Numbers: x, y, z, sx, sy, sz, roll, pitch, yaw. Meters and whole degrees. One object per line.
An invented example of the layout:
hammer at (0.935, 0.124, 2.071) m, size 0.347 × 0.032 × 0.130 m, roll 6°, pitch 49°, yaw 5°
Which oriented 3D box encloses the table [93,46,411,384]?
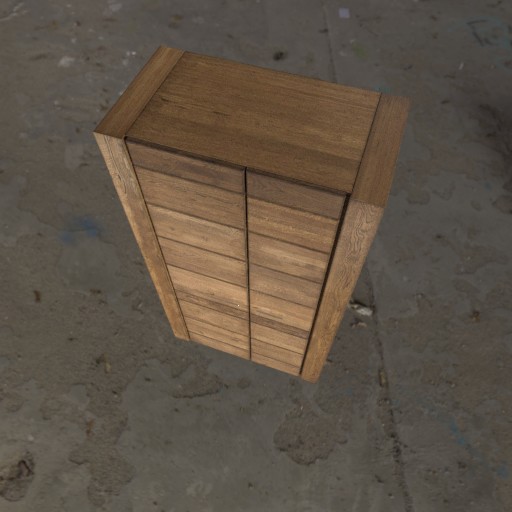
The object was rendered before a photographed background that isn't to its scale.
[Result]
table at (0.000, 0.000, 2.547) m, size 1.100 × 2.000 × 0.600 m, roll 16°, pitch 59°, yaw 10°
